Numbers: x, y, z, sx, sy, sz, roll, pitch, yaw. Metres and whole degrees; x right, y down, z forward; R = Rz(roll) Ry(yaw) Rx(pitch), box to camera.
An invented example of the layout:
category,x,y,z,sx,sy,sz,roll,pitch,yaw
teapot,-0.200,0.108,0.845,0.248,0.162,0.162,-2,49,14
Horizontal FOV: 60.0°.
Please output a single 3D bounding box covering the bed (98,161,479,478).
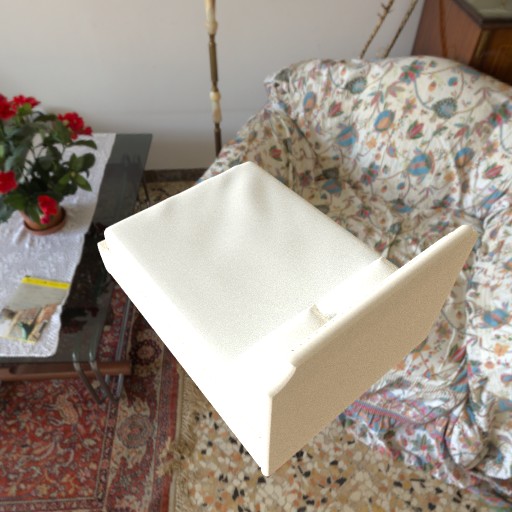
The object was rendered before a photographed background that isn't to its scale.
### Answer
category,x,y,z,sx,sy,sz,roll,pitch,yaw
bed,0.000,0.000,3.415,1.712,1.443,2.365,-31,54,-25
